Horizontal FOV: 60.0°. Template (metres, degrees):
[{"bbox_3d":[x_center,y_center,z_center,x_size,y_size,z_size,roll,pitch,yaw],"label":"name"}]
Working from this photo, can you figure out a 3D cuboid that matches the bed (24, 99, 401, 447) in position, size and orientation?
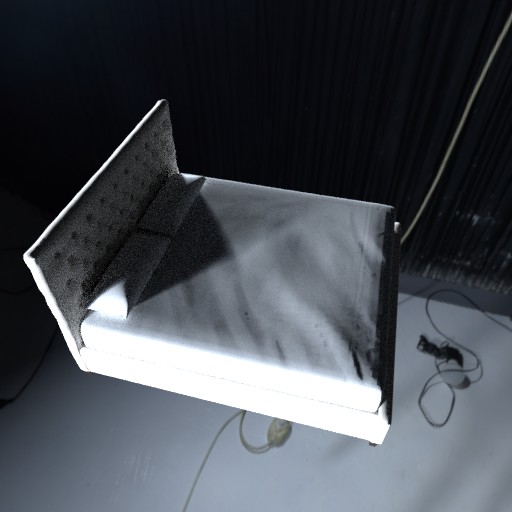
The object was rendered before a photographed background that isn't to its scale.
[{"bbox_3d":[0.000,0.000,3.608,2.387,1.427,2.078,11,47,10],"label":"bed"}]
